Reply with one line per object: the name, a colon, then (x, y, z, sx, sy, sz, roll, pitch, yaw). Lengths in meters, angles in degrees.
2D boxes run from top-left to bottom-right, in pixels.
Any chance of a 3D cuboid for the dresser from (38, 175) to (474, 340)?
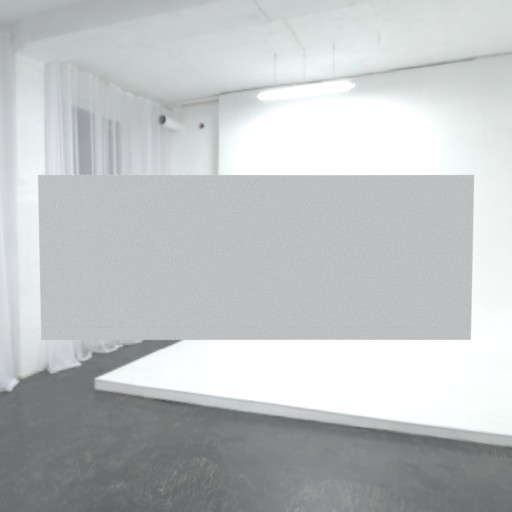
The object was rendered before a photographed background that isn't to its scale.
dresser: (0.000, 0.000, 2.501, 2.200, 0.840, 0.500, 0, 2, 0)
